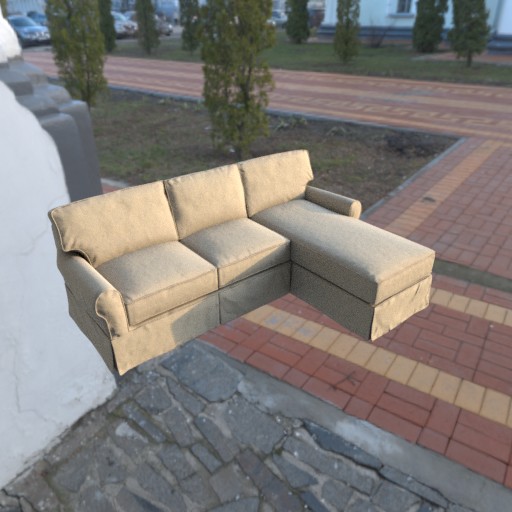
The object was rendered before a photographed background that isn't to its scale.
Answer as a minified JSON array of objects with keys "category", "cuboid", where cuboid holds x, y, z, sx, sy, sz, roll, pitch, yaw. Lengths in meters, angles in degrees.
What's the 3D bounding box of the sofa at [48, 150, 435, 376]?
[{"category":"sofa","cuboid":[0.000,0.000,3.353,2.475,0.978,1.733,-21,35,-34]}]
